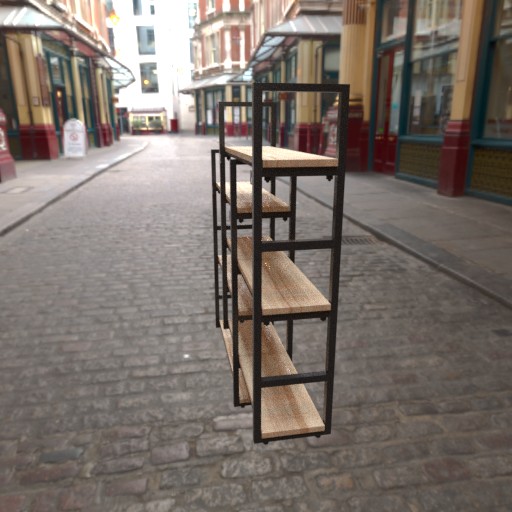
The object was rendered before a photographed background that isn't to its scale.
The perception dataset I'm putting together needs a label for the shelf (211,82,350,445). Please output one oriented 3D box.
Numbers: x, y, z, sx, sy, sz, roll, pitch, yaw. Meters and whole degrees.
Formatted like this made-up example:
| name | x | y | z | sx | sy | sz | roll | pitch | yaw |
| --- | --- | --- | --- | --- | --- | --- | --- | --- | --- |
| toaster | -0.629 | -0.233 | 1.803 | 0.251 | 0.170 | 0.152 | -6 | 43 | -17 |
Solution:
| name | x | y | z | sx | sy | sz | roll | pitch | yaw |
| --- | --- | --- | --- | --- | --- | --- | --- | --- | --- |
| shelf | 0.000 | 0.000 | 1.378 | 0.183 | 0.921 | 0.946 | -3 | 16 | -10 |
